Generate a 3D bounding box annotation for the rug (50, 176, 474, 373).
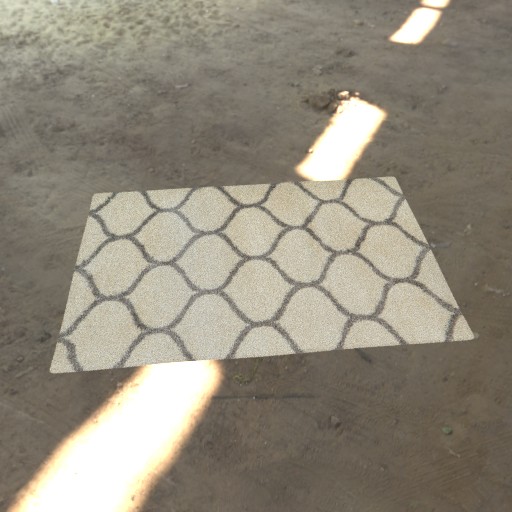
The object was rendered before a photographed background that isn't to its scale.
[{"bbox_3d":[0.000,0.000,2.941,2.348,0.024,1.501,-4,47,-4],"label":"rug"}]
